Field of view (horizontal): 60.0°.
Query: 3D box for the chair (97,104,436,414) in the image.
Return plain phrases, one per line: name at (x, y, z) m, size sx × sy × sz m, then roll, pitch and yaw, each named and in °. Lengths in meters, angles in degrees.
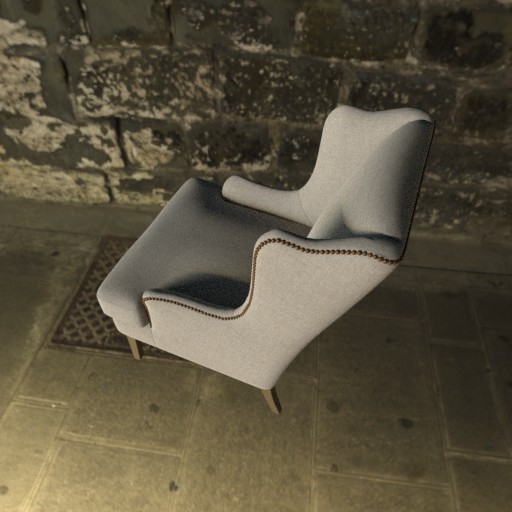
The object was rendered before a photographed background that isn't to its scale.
chair at (0.000, 0.000, 1.622) m, size 0.940 × 1.029 × 0.737 m, roll 17°, pitch 49°, yaw 15°
